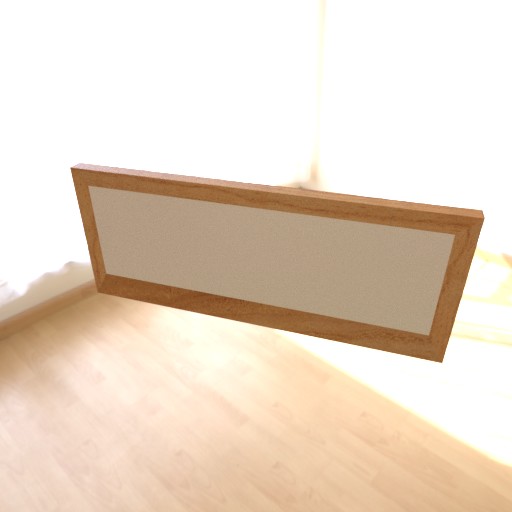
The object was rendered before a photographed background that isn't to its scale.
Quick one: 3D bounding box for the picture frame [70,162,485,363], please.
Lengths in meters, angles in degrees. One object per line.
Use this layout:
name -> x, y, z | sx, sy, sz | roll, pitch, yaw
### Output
picture frame -> 0.000, 0.000, 0.678 | 0.582, 0.234, 0.045 | 9, 32, 15
